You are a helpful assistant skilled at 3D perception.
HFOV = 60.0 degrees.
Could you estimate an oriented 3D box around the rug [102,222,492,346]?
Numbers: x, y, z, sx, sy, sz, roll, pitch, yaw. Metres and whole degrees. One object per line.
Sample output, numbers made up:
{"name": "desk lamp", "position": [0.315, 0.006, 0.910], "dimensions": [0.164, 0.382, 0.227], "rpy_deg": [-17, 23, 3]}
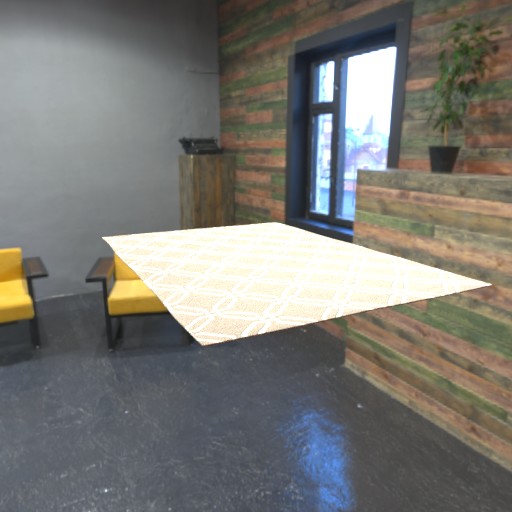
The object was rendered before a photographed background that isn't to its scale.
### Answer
{"name": "rug", "position": [0.000, 0.000, 2.751], "dimensions": [1.524, 0.013, 2.135], "rpy_deg": [-7, 15, -27]}
